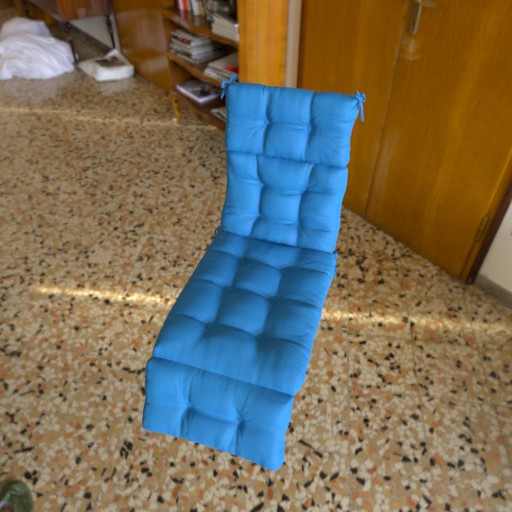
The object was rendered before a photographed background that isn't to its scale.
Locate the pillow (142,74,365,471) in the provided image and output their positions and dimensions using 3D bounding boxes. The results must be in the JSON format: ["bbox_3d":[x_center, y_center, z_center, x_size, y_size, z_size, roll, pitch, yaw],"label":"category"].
[{"bbox_3d":[0.000,0.000,1.508,0.526,0.863,1.016,12,43,13],"label":"pillow"}]
